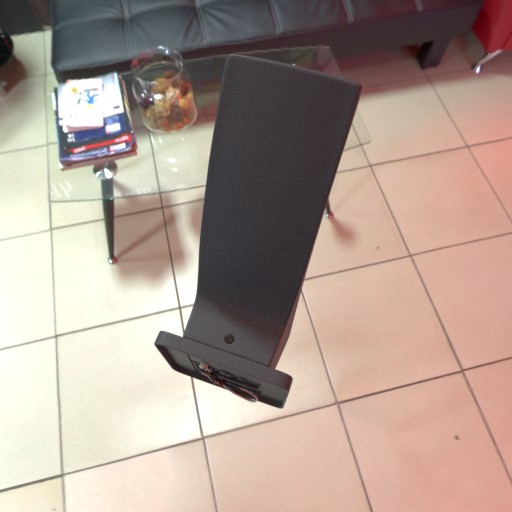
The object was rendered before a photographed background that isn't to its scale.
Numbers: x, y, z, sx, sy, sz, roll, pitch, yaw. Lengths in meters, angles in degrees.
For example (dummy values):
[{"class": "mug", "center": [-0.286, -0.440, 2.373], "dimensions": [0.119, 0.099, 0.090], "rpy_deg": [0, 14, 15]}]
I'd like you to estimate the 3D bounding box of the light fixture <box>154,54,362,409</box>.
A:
[{"class": "light fixture", "center": [0.000, 0.000, 0.338], "dimensions": [0.108, 0.243, 0.174], "rpy_deg": [17, 64, 9]}]
